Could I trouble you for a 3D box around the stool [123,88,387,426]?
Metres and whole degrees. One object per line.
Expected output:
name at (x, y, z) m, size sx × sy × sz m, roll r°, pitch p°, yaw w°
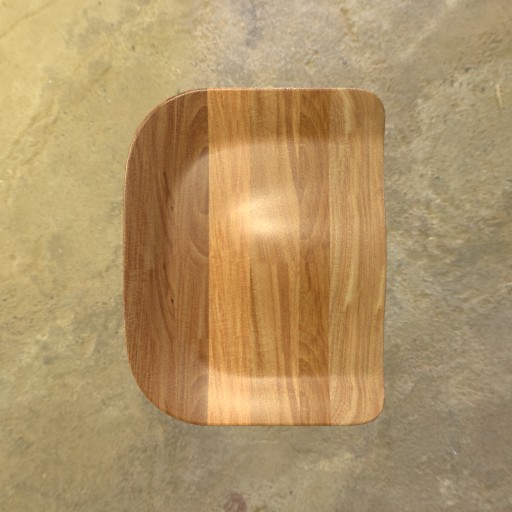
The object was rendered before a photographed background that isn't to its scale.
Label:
stool at (0.000, 0.000, 0.881) m, size 0.322 × 0.698 × 0.407 m, roll 0°, pitch 90°, yaw 0°
